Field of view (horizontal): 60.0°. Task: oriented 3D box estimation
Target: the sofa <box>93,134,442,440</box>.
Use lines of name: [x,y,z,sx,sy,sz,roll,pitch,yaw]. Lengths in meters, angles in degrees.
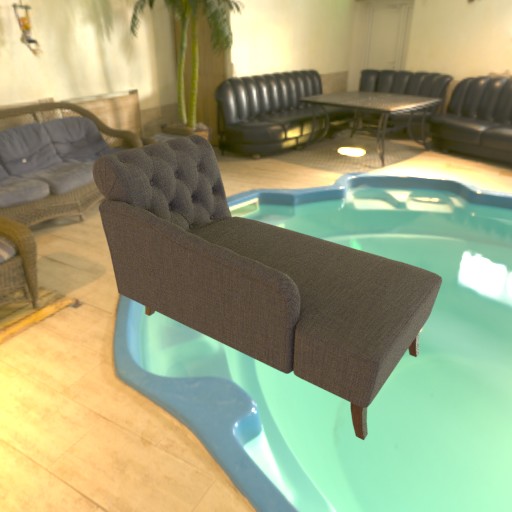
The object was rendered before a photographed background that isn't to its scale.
sofa: [0.000,0.000,1.887,1.379,0.787,0.675,18,32,32]
